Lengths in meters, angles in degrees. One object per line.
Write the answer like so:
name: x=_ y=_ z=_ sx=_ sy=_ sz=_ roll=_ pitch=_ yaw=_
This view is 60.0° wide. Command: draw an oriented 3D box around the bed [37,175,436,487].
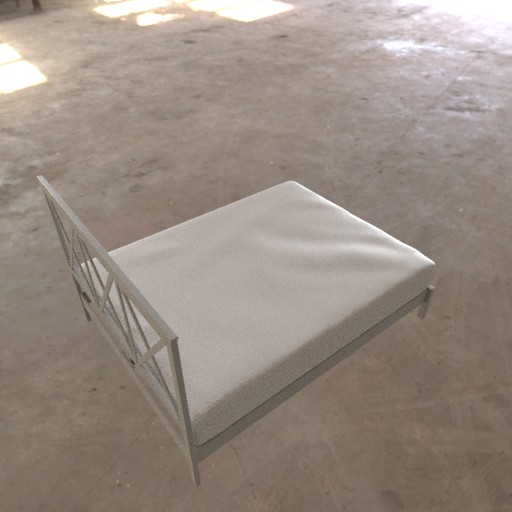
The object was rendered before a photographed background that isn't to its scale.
bed: x=0.000 y=0.000 z=3.126 sx=2.135 sy=1.253 sz=1.673 roll=-26 pitch=45 yaw=-29
